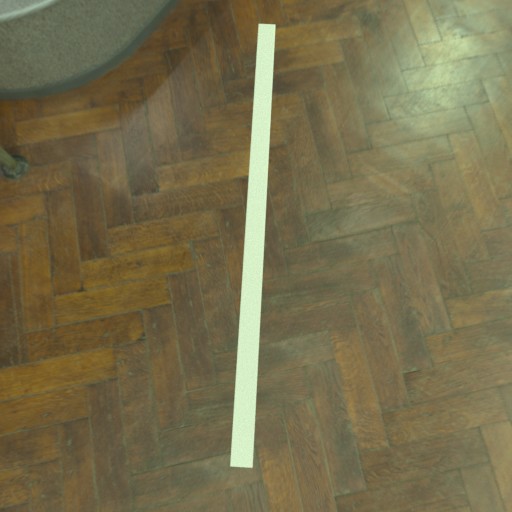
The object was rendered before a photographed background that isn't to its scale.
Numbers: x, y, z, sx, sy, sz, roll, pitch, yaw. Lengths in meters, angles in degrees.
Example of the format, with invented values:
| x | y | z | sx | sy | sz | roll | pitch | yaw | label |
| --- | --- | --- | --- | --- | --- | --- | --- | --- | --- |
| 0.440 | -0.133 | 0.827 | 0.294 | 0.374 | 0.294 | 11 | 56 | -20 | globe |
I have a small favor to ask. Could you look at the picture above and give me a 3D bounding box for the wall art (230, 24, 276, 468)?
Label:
| x | y | z | sx | sy | sz | roll | pitch | yaw | label |
| --- | --- | --- | --- | --- | --- | --- | --- | --- | --- |
| 0.000 | 0.000 | 1.167 | 0.038 | 0.609 | 0.914 | 3 | 74 | 1 | wall art |
